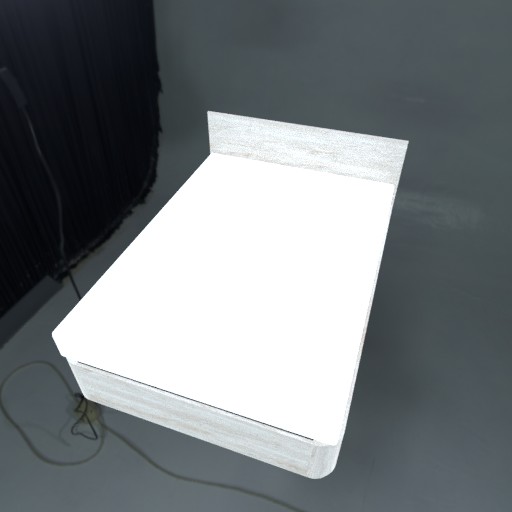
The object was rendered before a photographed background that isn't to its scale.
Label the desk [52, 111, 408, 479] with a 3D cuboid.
[{"bbox_3d":[0.000,0.000,2.601,1.400,0.800,1.900,13,43,15],"label":"desk"}]
